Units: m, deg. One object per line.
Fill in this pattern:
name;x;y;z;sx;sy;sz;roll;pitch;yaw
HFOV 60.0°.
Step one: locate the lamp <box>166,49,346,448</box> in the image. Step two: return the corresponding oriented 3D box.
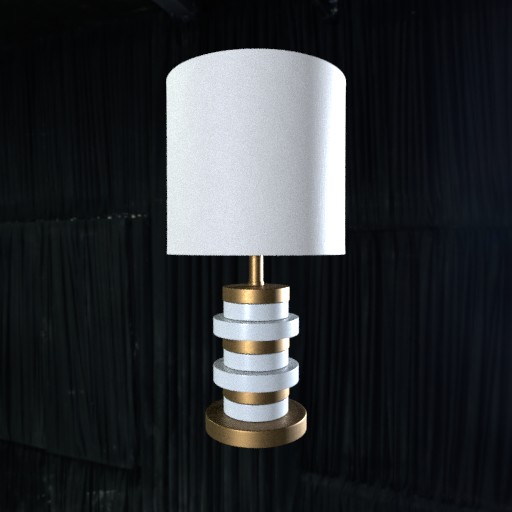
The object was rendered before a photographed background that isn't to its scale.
lamp;0.000;0.000;0.533;0.210;0.410;0.210;0;1;19
